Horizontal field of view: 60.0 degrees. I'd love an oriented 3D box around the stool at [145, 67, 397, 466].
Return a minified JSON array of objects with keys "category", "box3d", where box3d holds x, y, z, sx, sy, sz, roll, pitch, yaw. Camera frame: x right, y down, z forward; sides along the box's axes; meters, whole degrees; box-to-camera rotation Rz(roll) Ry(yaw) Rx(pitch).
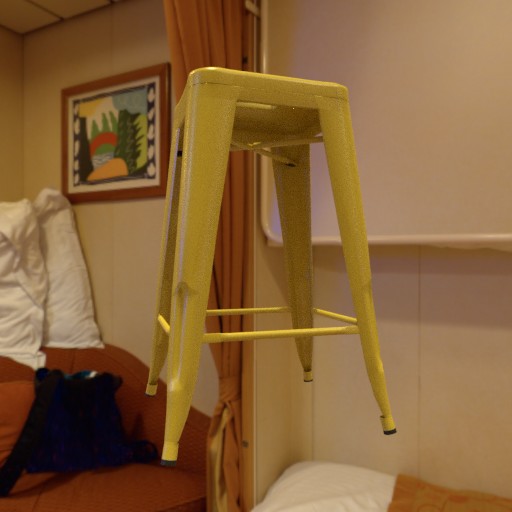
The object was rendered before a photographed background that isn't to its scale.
[{"category":"stool","box3d":[0.000,0.000,0.862,0.399,0.609,0.359,0,0,-18]}]
